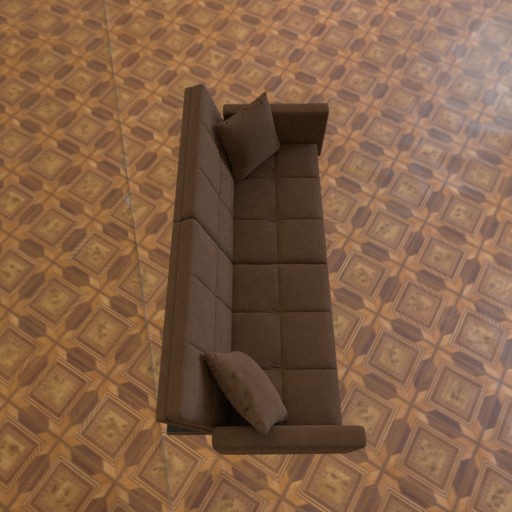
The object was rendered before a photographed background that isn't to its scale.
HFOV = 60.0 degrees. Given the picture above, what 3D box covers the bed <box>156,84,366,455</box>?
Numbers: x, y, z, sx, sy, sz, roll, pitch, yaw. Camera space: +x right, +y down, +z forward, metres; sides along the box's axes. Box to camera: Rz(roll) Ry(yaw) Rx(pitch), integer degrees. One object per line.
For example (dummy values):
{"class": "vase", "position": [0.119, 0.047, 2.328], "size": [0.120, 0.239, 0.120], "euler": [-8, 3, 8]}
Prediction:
{"class": "bed", "position": [0.000, 0.000, 2.352], "size": [0.889, 0.787, 1.905], "euler": [0, 63, 0]}
